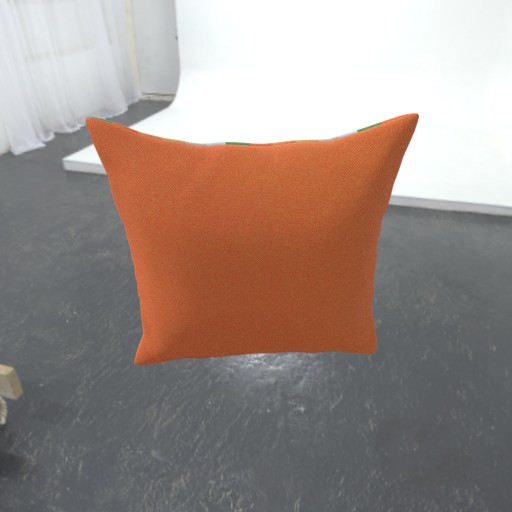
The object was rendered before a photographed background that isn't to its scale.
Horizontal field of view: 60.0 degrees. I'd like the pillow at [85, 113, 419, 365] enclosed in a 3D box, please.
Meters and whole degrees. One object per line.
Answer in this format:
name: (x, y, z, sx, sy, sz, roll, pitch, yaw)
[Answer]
pillow: (0.000, 0.000, 0.712, 0.453, 0.444, 0.169, -2, 31, -3)
